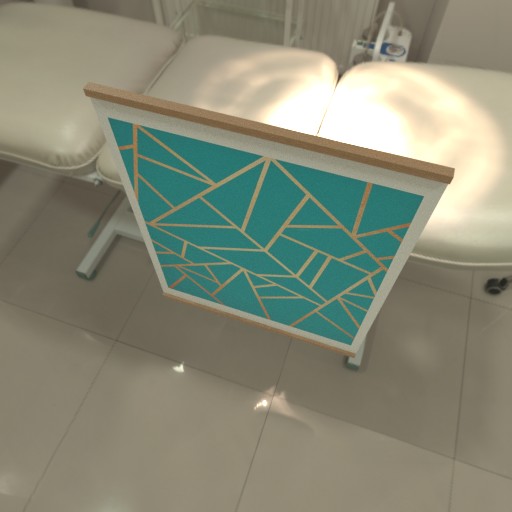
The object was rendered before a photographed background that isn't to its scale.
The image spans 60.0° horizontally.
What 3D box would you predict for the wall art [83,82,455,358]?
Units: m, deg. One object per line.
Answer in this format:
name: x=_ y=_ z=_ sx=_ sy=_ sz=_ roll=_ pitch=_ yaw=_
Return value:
wall art: x=0.000 y=0.000 z=0.677 sx=0.405 sy=0.508 sz=0.012 roll=16 pitch=59 yaw=10
